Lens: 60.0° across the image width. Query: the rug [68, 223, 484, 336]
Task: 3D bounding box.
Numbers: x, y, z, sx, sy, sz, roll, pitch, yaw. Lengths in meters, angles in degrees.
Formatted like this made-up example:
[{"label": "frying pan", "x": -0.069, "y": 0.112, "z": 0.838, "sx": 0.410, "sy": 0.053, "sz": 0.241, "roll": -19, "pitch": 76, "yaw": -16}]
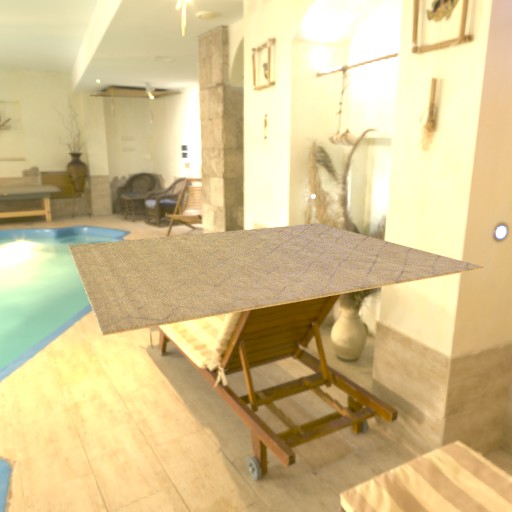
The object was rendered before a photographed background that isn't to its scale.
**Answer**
[{"label": "rug", "x": 0.000, "y": 0.000, "z": 4.085, "sx": 3.038, "sy": 0.019, "sz": 2.420, "roll": -7, "pitch": 15, "yaw": -26}]
